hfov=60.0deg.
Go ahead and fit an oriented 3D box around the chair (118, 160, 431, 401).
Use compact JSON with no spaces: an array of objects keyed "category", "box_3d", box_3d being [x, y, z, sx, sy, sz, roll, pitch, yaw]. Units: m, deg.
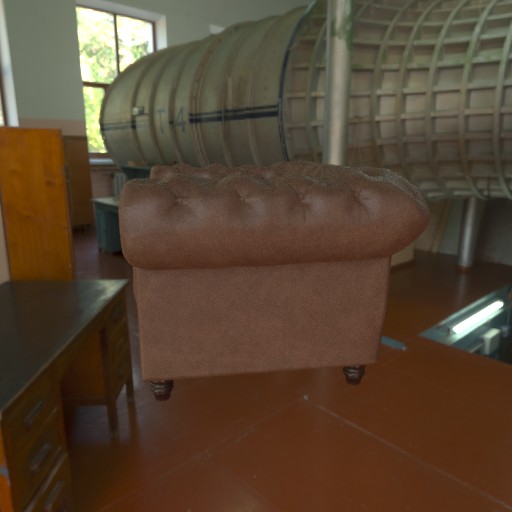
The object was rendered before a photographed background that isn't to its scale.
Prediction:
[{"category":"chair","box_3d":[0.000,0.000,1.902,0.954,0.784,1.298,-2,14,-9]}]
